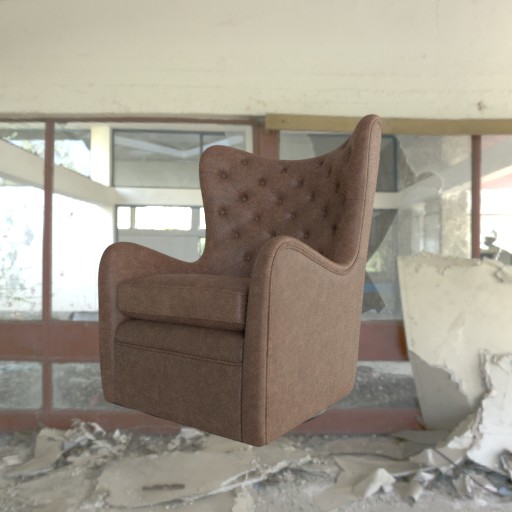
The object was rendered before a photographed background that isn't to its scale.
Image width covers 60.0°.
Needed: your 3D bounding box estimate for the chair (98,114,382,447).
[{"bbox_3d":[0.000,0.000,1.727,0.831,1.079,0.930,0,-1,36],"label":"chair"}]
